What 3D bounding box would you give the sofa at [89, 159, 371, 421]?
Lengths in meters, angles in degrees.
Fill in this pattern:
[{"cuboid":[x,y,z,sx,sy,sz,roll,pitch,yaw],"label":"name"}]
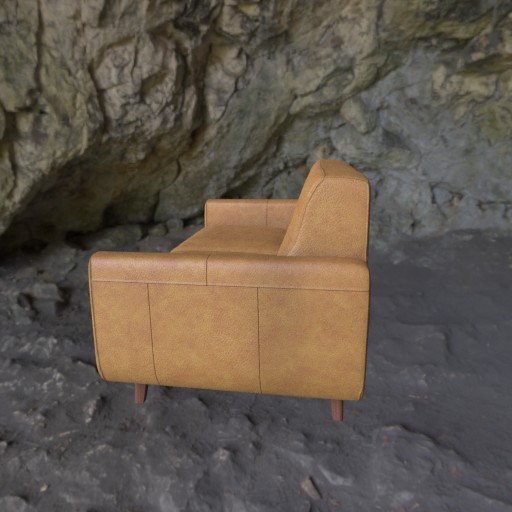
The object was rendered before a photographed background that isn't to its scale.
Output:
[{"cuboid":[0.000,0.000,2.227,0.952,0.925,1.651,2,14,8],"label":"sofa"}]
